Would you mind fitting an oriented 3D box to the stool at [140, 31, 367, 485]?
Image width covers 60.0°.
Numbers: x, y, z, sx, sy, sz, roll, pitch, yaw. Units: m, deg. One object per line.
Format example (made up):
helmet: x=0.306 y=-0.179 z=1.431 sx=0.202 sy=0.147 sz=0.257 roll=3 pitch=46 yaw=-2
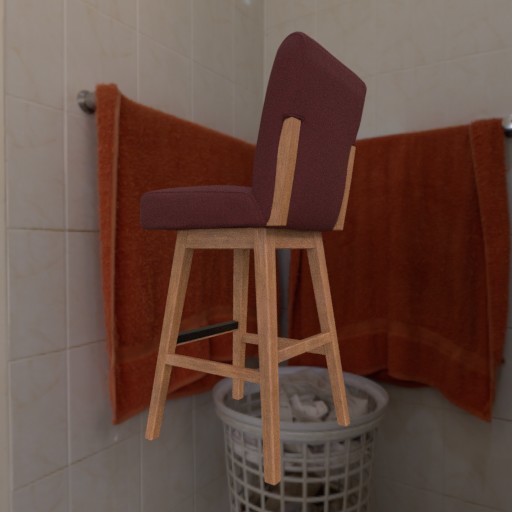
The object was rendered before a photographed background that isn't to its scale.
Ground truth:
stool: x=0.000 y=0.000 z=1.362 sx=0.562 sy=1.093 sz=0.468 roll=1 pitch=1 yaw=35
